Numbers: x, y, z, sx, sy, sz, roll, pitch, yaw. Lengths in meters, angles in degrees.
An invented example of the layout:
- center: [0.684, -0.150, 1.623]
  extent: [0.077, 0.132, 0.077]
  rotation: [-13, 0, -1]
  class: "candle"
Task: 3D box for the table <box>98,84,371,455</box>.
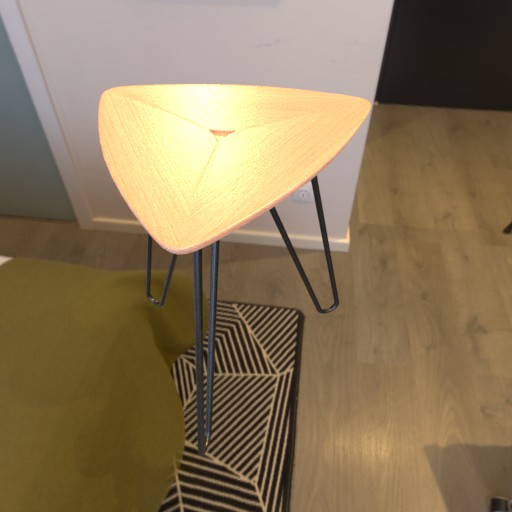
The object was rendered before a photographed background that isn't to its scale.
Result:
- center: [0.000, 0.000, 0.873]
  extent: [0.455, 0.564, 0.442]
  rotation: [-17, 48, -16]
  class: "table"
